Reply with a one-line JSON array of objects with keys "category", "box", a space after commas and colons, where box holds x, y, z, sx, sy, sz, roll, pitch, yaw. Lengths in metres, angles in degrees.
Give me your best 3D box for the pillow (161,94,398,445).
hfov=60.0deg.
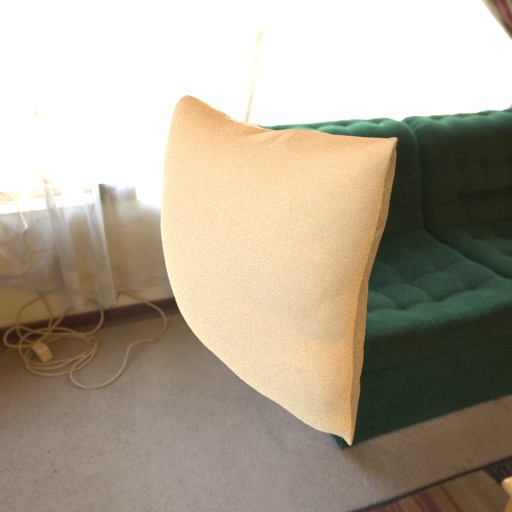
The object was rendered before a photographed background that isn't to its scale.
[{"category": "pillow", "box": [0.000, 0.000, 0.708, 0.245, 0.448, 0.450, -18, 32, -32]}]
